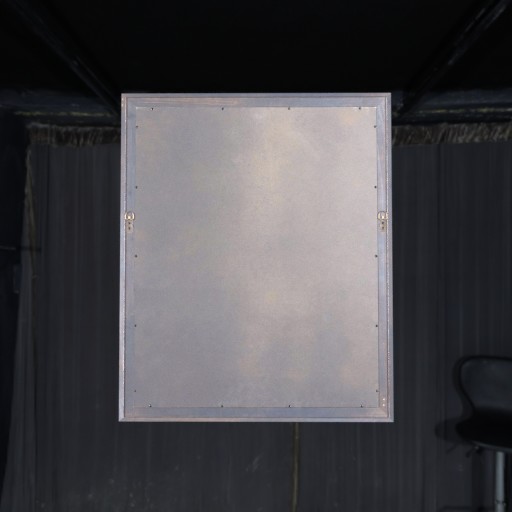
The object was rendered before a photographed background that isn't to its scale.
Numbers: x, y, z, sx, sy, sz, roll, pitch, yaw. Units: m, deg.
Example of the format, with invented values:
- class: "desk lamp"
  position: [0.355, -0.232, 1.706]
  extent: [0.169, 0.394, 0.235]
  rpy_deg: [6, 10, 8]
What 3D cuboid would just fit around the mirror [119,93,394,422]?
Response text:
- class: "mirror"
  position: [0.000, 0.000, 1.206]
  extent: [0.730, 0.882, 0.032]
  rpy_deg: [0, -2, 0]
